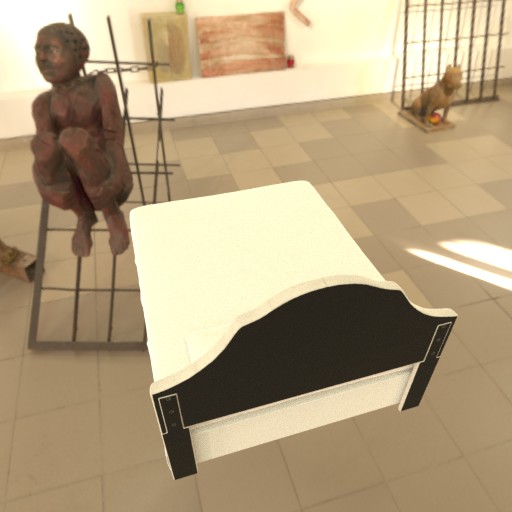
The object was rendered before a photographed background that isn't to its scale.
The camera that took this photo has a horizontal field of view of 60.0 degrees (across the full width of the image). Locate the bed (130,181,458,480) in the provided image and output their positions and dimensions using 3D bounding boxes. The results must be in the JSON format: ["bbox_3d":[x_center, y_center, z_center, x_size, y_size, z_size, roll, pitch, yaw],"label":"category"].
[{"bbox_3d":[0.000,0.000,3.685,2.039,1.617,2.477,-11,42,-13],"label":"bed"}]
